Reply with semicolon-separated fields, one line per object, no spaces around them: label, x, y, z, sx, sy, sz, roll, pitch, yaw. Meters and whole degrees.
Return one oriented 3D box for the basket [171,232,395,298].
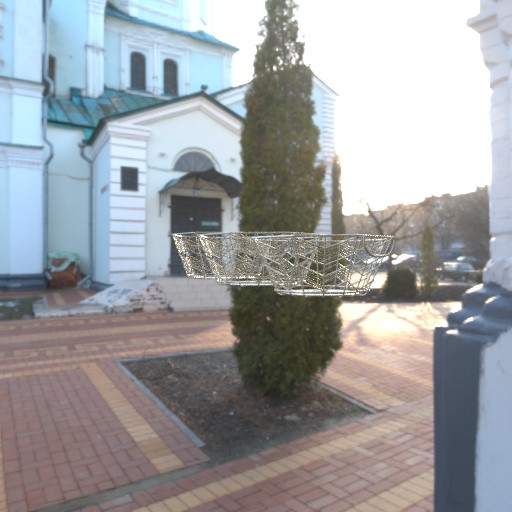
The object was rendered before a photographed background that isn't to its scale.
basket;0.000;0.000;1.433;0.432;0.178;1.246;0;0;-19
